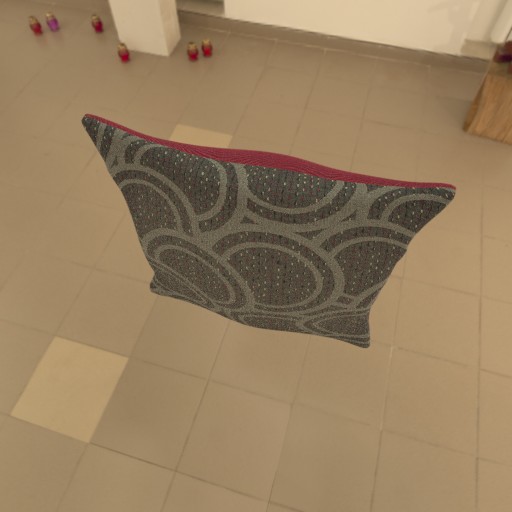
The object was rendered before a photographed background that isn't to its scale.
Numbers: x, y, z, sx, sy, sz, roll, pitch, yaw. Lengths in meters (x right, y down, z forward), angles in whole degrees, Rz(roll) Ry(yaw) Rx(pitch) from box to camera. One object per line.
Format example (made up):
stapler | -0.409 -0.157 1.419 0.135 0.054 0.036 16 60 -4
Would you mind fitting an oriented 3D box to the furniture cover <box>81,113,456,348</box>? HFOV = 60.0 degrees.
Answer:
furniture cover | 0.000 0.000 0.796 0.514 0.513 0.163 13 58 9
